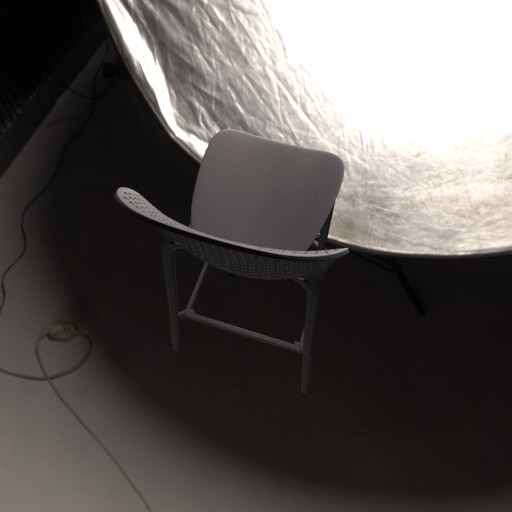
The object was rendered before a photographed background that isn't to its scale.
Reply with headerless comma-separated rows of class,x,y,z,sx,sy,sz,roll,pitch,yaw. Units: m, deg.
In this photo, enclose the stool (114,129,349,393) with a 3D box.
stool,0.000,0.000,1.315,0.536,1.045,0.535,16,63,8
